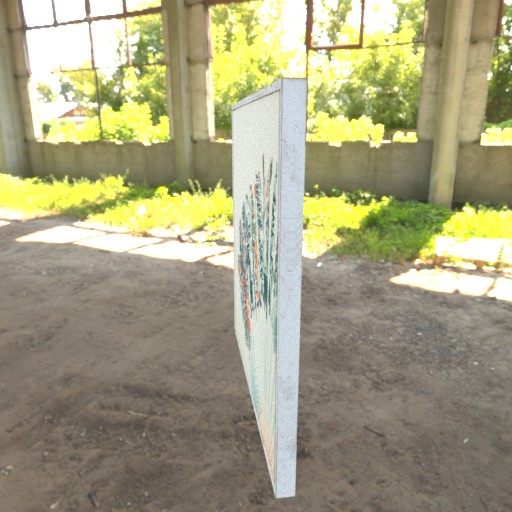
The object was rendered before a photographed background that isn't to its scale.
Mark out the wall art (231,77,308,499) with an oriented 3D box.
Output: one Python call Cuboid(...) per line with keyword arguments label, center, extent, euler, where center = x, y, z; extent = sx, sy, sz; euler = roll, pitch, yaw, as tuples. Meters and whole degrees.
Cuboid(label="wall art", center=(0.000, 0.000, 1.114), extent=(0.038, 0.757, 0.760), euler=(-2, 16, -8))
